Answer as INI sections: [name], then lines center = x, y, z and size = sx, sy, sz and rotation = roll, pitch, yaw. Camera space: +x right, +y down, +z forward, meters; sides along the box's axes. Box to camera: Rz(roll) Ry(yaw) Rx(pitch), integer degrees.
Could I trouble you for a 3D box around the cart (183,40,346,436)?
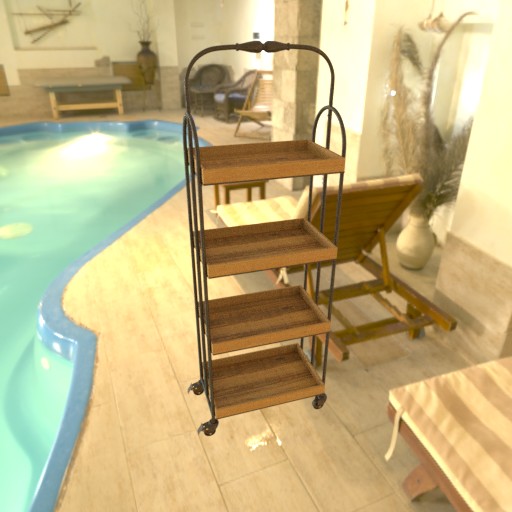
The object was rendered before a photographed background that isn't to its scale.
[cart]
center = 0.000, 0.000, 1.695
size = 0.581, 1.481, 0.308
rotation = -8, 28, -16
